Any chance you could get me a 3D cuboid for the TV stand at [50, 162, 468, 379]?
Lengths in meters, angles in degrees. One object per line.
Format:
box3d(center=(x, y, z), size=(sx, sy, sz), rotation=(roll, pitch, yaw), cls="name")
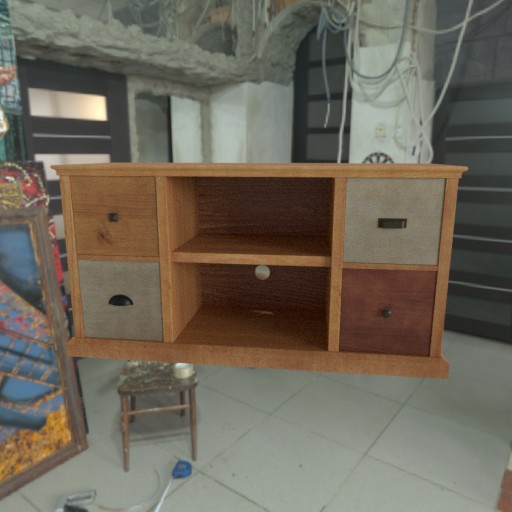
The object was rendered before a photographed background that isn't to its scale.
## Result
box3d(center=(0.000, 0.000, 1.498), size=(1.181, 0.607, 0.417), rotation=(2, 13, 7), cls="TV stand")
